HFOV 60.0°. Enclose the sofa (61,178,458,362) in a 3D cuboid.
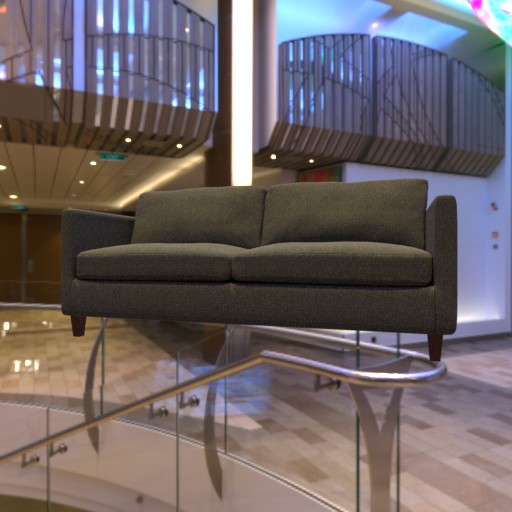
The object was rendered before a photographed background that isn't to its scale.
[{"bbox_3d":[0.000,0.000,2.753,2.208,0.965,0.948,0,0,18],"label":"sofa"}]
